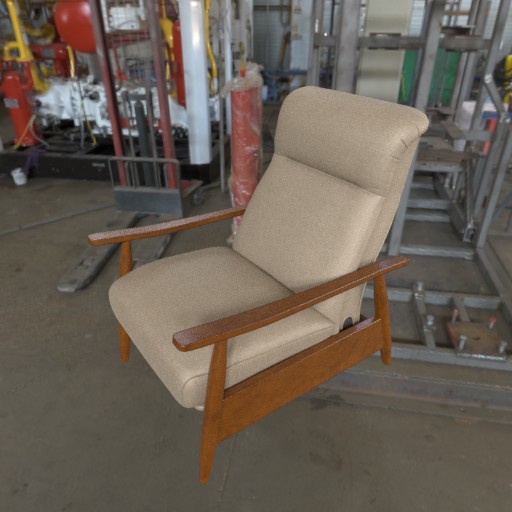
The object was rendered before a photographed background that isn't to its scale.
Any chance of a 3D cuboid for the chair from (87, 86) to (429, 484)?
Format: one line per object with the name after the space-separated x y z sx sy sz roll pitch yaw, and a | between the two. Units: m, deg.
0.000 0.000 1.702 1.032 1.082 0.762 -20 36 -30 | chair
